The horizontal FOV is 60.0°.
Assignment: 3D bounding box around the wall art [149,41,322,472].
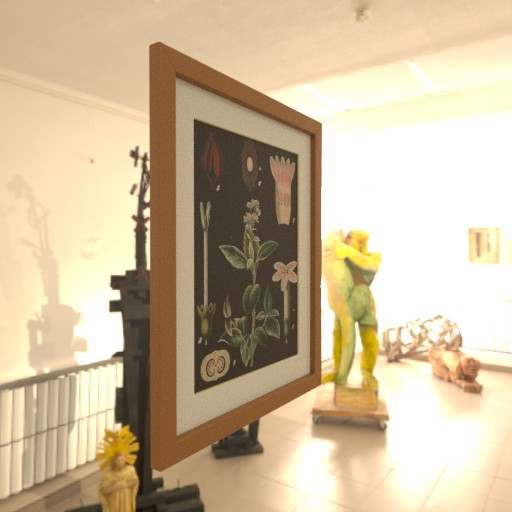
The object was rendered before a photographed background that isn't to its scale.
[{"bbox_3d":[0.000,0.000,0.519,0.015,0.379,0.310,1,1,35],"label":"wall art"}]
